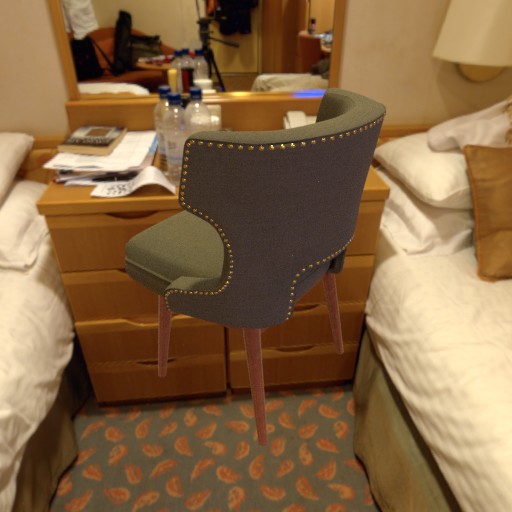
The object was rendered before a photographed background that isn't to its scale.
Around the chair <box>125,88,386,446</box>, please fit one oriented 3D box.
[{"bbox_3d":[0.000,0.000,1.252,0.581,0.863,0.595,22,38,31],"label":"chair"}]
